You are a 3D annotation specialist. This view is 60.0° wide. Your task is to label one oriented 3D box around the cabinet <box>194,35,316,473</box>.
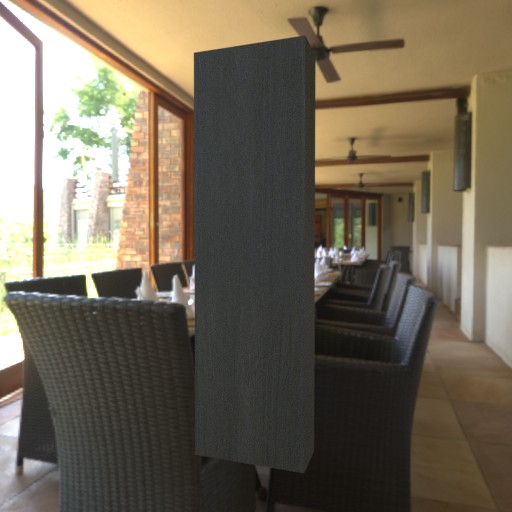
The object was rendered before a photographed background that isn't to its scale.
[{"bbox_3d":[0.000,0.000,2.001,0.500,1.790,0.230,1,2,19],"label":"cabinet"}]
